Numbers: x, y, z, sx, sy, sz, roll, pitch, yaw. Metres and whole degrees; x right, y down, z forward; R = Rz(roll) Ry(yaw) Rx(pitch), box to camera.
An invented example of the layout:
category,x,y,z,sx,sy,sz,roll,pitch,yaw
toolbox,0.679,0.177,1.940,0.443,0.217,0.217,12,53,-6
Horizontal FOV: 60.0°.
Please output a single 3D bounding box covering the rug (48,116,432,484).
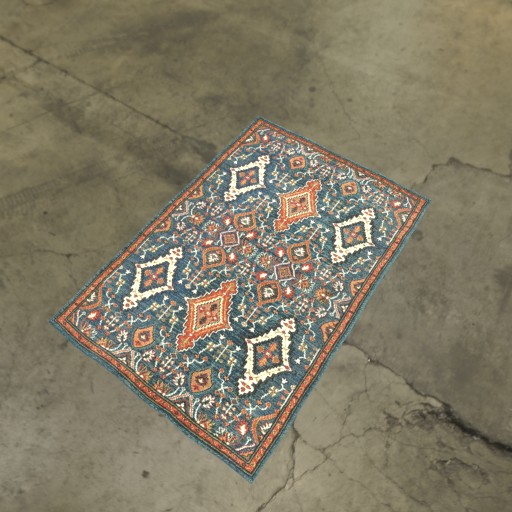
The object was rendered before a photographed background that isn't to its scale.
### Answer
category,x,y,z,sx,sy,sz,roll,pitch,yaw
rug,0.000,0.000,3.095,1.622,0.009,2.373,31,63,18
